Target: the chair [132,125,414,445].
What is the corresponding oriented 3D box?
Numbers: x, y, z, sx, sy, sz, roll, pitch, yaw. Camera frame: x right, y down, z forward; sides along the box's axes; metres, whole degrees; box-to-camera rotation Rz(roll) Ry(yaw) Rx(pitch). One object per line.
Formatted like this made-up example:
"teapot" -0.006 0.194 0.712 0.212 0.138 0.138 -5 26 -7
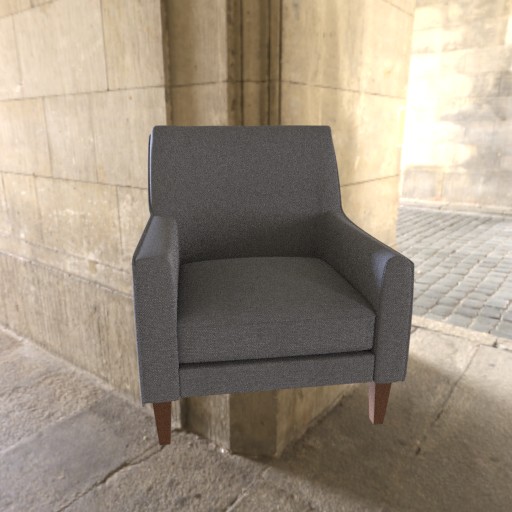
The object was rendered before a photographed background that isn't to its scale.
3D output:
"chair" 0.000 0.000 1.609 0.780 0.919 0.899 -2 16 -8
